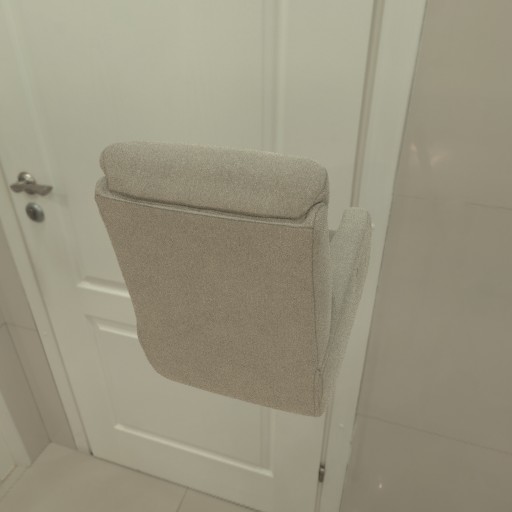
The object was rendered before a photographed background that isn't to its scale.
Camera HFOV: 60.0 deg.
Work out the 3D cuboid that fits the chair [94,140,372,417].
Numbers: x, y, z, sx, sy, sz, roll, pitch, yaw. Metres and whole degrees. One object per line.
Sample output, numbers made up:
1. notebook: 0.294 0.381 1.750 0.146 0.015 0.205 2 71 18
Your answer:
1. chair: 0.000 0.000 1.654 0.794 1.021 0.940 10 33 16
